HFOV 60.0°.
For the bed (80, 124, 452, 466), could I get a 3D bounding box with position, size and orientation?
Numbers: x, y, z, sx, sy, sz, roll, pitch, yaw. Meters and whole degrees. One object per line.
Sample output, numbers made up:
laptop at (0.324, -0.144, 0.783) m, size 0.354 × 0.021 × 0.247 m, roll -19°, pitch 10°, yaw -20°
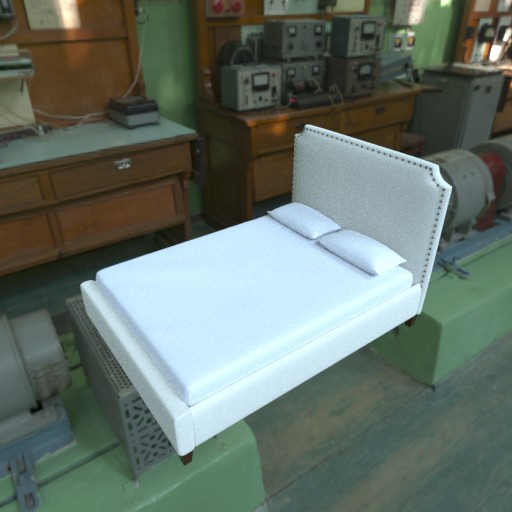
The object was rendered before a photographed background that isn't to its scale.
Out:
bed at (0.000, 0.000, 3.528) m, size 2.372 × 1.443 × 1.712 m, roll -21°, pitch 37°, yaw -31°
